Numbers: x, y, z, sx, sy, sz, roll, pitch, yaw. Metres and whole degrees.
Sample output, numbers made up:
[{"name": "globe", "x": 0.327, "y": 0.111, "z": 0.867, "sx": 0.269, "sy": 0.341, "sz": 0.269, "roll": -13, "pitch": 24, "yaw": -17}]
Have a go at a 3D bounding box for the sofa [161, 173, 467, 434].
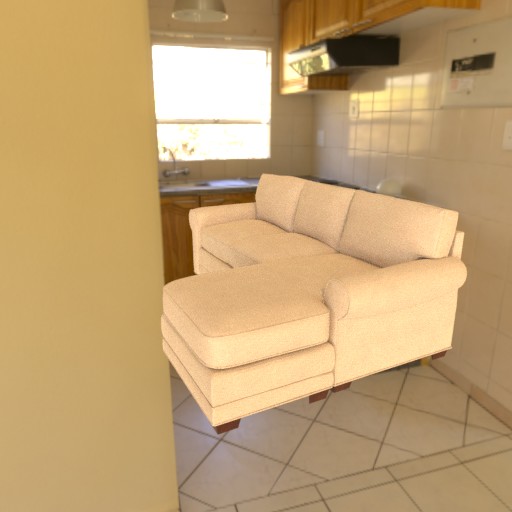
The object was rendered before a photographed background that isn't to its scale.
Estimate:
[{"name": "sofa", "x": 0.000, "y": 0.000, "z": 2.419, "sx": 1.226, "sy": 0.734, "sz": 1.770, "roll": -9, "pitch": 19, "yaw": -26}]
